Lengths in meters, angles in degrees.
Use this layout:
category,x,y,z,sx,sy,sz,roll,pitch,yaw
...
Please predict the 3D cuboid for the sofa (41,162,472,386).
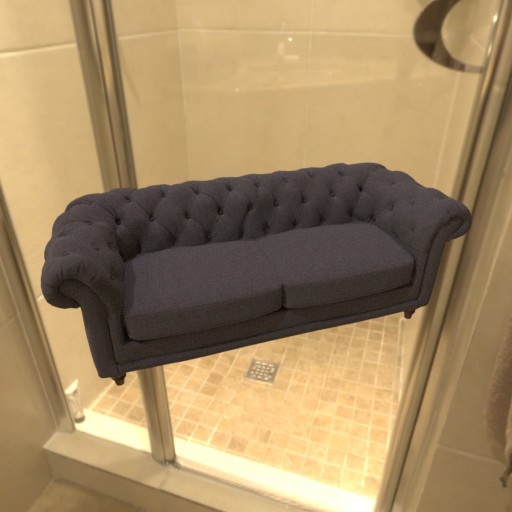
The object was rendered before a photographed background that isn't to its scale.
category,x,y,z,sx,sy,sz,roll,pitch,yaw
sofa,0.000,0.000,2.804,2.335,0.836,1.046,-9,31,-16
